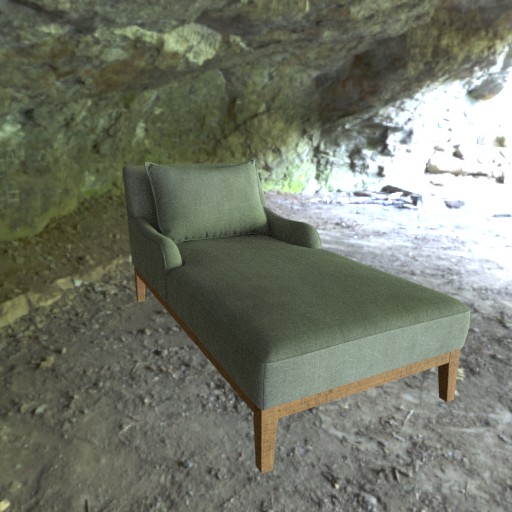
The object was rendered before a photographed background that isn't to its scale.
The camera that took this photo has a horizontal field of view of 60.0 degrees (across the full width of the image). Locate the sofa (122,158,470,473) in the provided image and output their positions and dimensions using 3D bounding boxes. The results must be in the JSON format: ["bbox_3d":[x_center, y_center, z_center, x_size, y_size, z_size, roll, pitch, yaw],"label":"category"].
[{"bbox_3d":[0.000,0.000,2.171,0.894,0.859,1.779,-8,17,-26],"label":"sofa"}]
